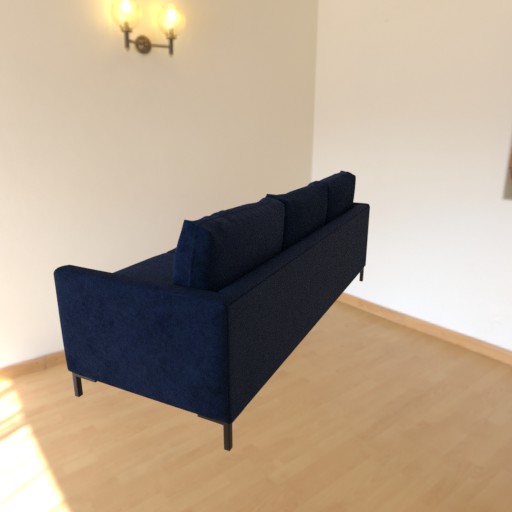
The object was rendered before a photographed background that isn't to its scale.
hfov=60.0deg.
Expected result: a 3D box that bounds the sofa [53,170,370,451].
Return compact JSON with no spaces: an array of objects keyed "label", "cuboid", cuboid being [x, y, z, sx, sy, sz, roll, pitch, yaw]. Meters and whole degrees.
[{"label":"sofa","cuboid":[0.000,0.000,2.694,0.875,0.879,2.252,8,18,25]}]
